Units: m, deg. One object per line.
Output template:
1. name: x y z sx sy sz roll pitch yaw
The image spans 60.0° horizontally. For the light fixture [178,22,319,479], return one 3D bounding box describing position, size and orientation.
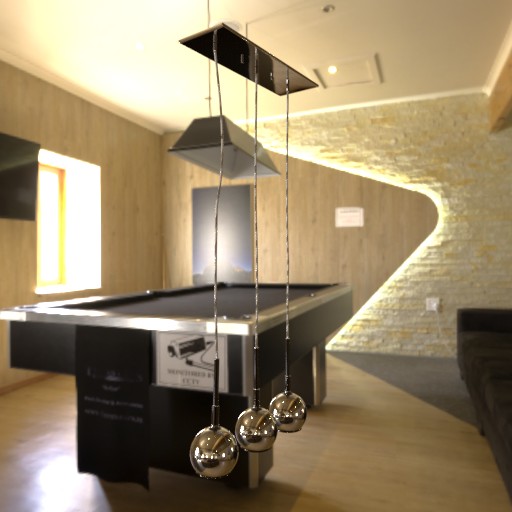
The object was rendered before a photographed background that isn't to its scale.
1. light fixture: 0.000 0.000 1.635 0.188 1.408 0.623 0 0 36
